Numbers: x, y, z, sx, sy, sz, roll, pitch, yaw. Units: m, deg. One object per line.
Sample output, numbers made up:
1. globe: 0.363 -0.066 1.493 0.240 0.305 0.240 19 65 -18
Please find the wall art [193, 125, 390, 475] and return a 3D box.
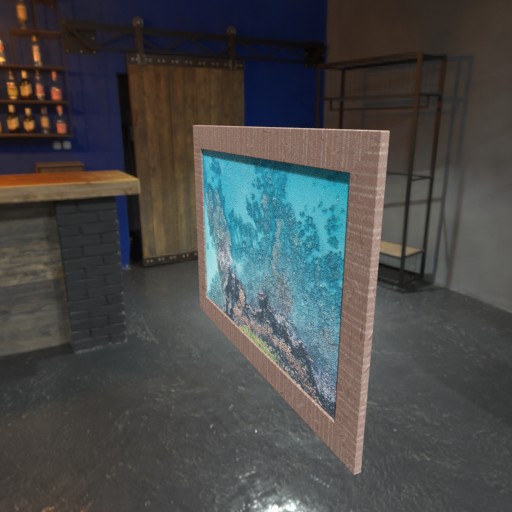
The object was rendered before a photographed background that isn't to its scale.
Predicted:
1. wall art: 0.000 0.000 1.362 0.020 0.761 1.056 -8 19 -25
